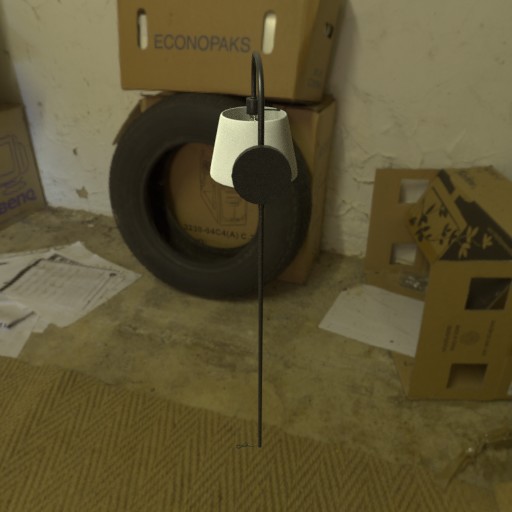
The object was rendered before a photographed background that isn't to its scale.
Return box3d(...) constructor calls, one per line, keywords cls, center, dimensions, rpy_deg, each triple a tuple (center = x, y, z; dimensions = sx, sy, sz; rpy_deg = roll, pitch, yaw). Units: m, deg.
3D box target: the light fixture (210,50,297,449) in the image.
box3d(cls="light fixture", center=(0.000, 0.000, 0.472), dimensions=(0.092, 0.399, 0.176), rpy_deg=(-1, 31, -2))
